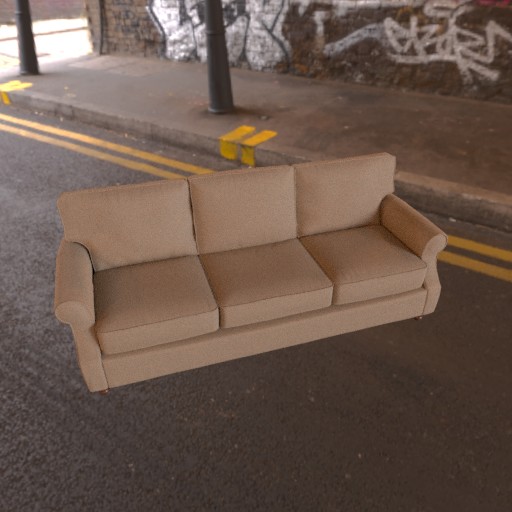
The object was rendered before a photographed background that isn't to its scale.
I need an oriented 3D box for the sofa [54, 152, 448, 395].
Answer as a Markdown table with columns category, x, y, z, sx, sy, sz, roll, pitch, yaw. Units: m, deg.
| category | x | y | z | sx | sy | sz | roll | pitch | yaw |
| --- | --- | --- | --- | --- | --- | --- | --- | --- | --- |
| sofa | 0.000 | 0.000 | 2.831 | 2.354 | 0.948 | 0.966 | -10 | 34 | -15 |
